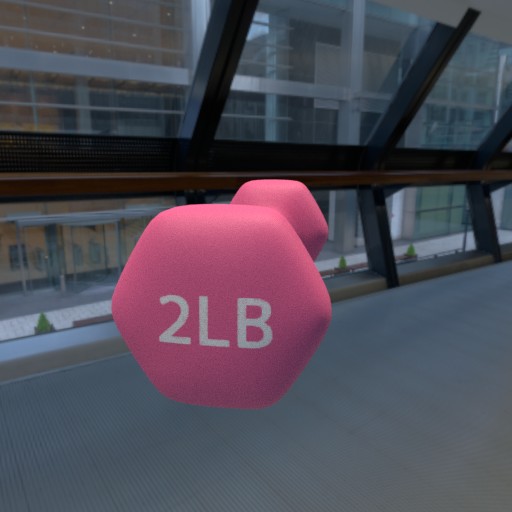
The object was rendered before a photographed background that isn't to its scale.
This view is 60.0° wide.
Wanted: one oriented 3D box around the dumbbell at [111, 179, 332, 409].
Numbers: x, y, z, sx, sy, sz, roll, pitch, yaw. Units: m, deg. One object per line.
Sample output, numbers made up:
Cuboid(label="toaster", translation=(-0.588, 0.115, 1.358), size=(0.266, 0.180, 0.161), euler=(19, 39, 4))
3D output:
Cuboid(label="dumbbell", translation=(0.000, 0.000, 0.174), size=(0.058, 0.053, 0.146), euler=(2, 13, 9))
